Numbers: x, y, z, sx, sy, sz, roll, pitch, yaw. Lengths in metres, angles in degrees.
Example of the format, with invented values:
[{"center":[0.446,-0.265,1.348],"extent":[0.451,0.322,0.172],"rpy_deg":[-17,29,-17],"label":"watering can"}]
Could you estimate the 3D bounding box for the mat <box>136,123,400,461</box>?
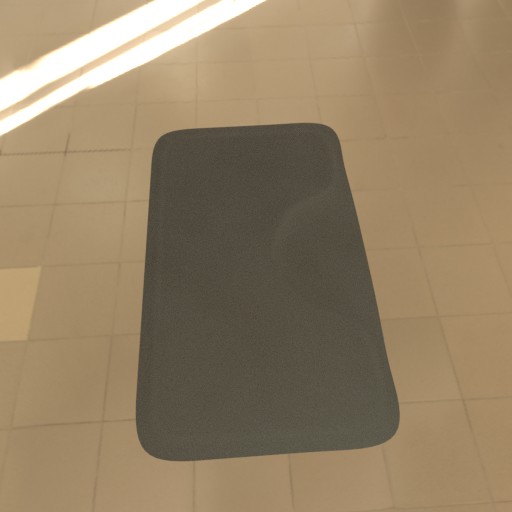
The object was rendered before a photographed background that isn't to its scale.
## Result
[{"center":[0.000,0.000,1.842],"extent":[0.918,0.013,1.524],"rpy_deg":[-3,60,-2],"label":"mat"}]
